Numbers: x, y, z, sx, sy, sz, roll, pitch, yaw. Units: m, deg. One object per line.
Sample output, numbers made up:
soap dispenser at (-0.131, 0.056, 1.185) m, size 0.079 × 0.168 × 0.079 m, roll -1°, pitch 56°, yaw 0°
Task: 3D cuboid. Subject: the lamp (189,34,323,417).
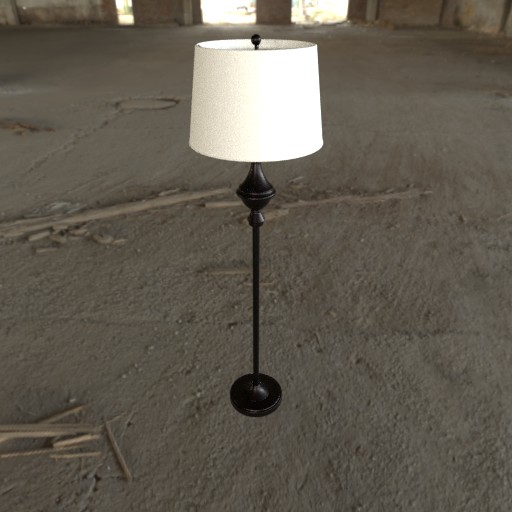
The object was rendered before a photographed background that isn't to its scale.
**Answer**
lamp at (0.000, 0.000, 1.654) m, size 0.431 × 1.484 × 0.431 m, roll 0°, pitch 30°, yaw 0°
